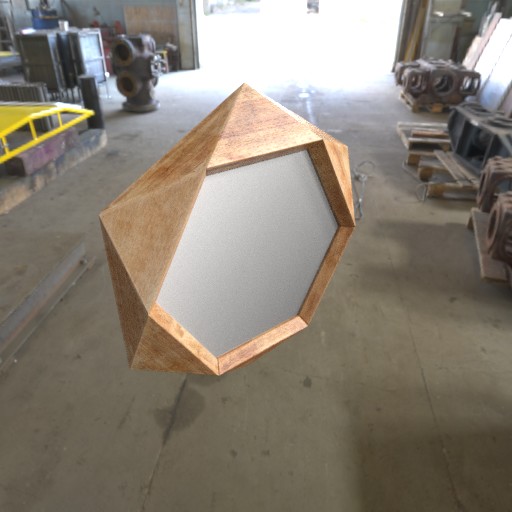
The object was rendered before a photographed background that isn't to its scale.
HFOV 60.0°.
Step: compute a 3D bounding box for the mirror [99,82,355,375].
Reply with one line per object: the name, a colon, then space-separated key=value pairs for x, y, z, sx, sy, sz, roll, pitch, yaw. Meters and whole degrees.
mirror: x=0.000 y=0.000 z=1.066 sx=0.675 sy=0.779 sz=0.091 roll=-22 pitch=37 yaw=-32
